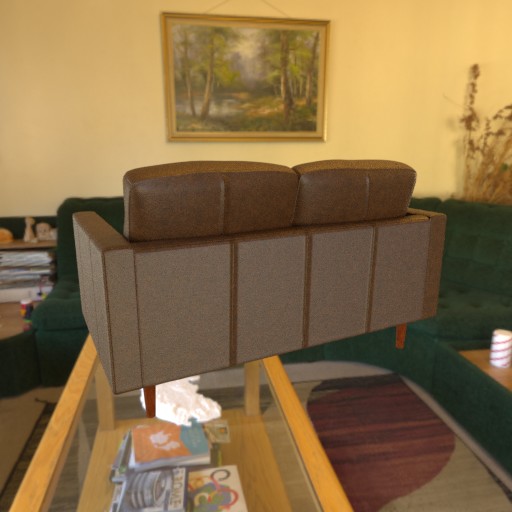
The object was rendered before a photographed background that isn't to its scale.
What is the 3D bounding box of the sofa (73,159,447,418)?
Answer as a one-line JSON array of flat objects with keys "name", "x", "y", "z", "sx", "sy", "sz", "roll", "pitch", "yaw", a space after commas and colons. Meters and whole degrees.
[{"name": "sofa", "x": 0.000, "y": 0.000, "z": 2.189, "sx": 1.578, "sy": 0.951, "sz": 0.909, "roll": -7, "pitch": 16, "yaw": -27}]
